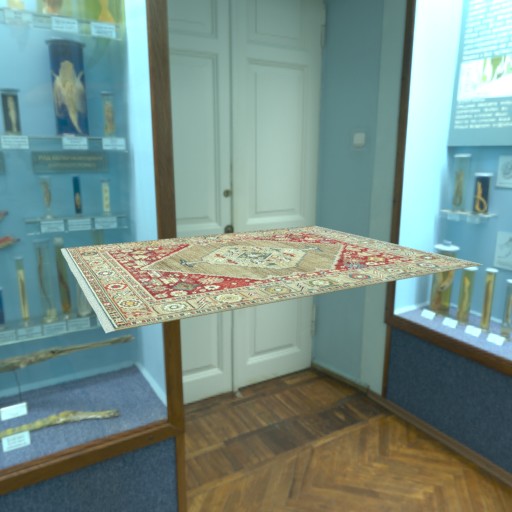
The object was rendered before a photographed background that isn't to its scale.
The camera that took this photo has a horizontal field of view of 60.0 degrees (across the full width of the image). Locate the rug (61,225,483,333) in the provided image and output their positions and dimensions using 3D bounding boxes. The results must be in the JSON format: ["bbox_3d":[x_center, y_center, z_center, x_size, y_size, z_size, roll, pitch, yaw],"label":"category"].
[{"bbox_3d":[0.000,0.000,4.117,3.143,0.008,2.451,-7,15,-28],"label":"rug"}]
